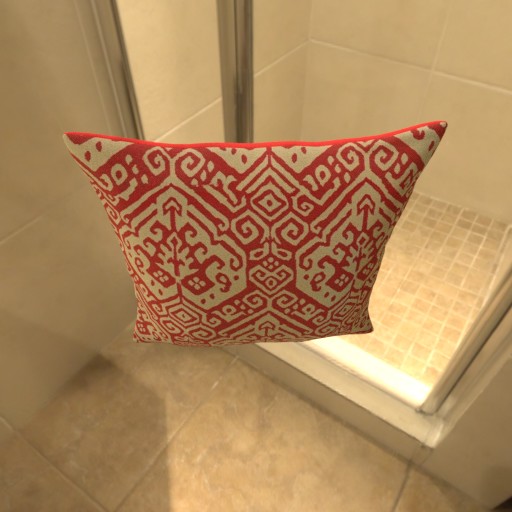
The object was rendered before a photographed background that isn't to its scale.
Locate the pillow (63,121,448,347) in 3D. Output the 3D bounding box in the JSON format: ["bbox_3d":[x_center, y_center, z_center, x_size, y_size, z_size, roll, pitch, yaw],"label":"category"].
[{"bbox_3d":[0.000,0.000,0.778,0.522,0.507,0.192,-2,47,-2],"label":"pillow"}]
